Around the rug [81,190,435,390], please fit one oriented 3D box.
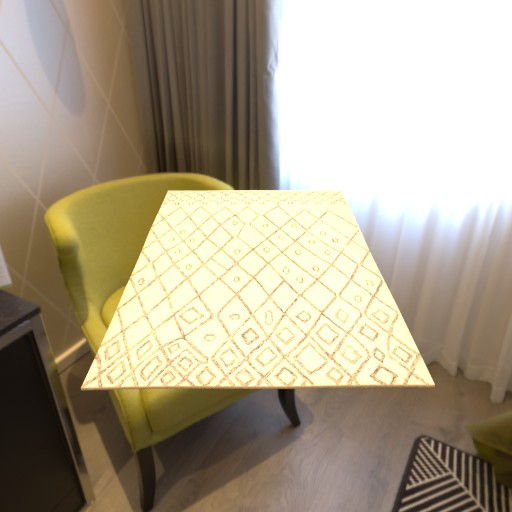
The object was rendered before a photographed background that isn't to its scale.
[{"bbox_3d":[0.000,0.000,2.316,1.222,0.015,1.828,0,30,0],"label":"rug"}]
